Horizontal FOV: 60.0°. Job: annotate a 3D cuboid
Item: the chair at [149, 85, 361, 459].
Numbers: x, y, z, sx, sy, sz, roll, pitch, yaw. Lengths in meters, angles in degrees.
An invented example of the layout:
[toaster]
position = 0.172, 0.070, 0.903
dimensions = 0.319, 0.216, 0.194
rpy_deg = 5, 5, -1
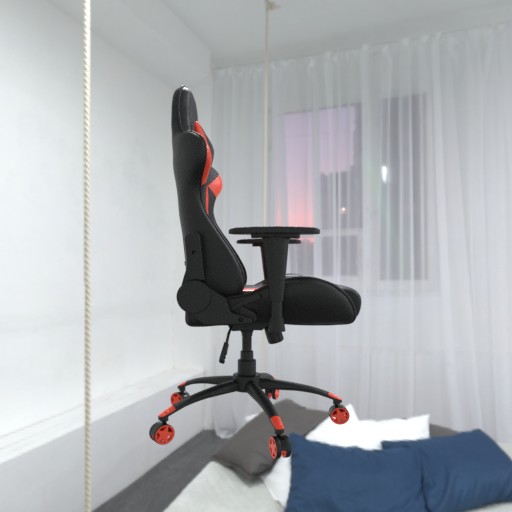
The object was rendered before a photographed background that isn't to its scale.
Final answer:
[chair]
position = 0.000, 0.000, 1.719
dimensions = 0.730, 1.282, 0.695
rpy_deg = 0, -1, 0
